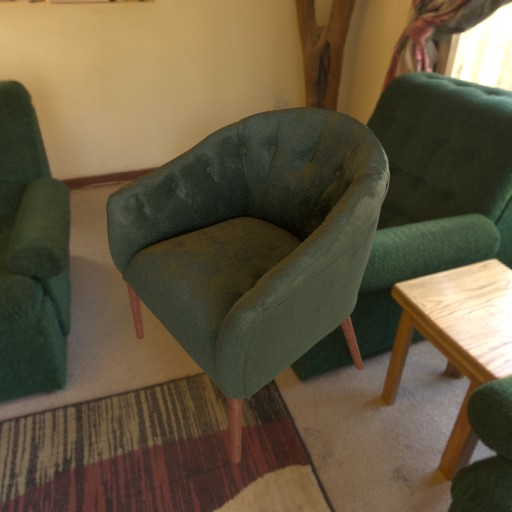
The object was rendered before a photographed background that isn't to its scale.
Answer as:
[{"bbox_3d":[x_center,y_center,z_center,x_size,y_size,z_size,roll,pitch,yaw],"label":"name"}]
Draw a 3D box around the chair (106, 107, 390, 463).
[{"bbox_3d":[0.000,0.000,1.546,0.776,0.885,0.851,-22,39,-31],"label":"chair"}]
